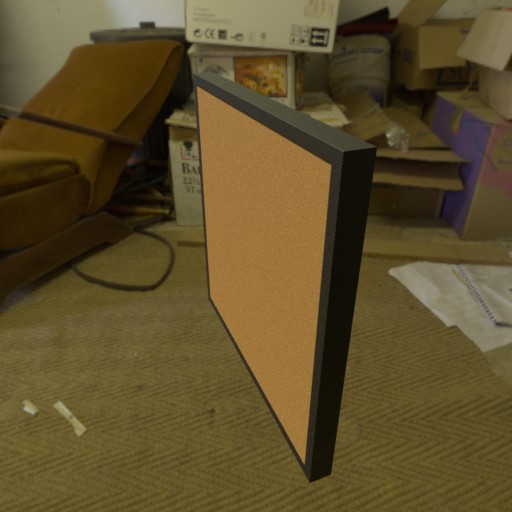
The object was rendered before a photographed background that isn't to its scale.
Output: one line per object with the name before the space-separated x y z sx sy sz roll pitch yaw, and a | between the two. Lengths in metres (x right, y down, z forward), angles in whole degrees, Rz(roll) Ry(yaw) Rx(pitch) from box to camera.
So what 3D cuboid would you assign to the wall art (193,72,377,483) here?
wall art | 0.000 0.000 0.741 0.037 0.506 0.506 -12 33 -19
